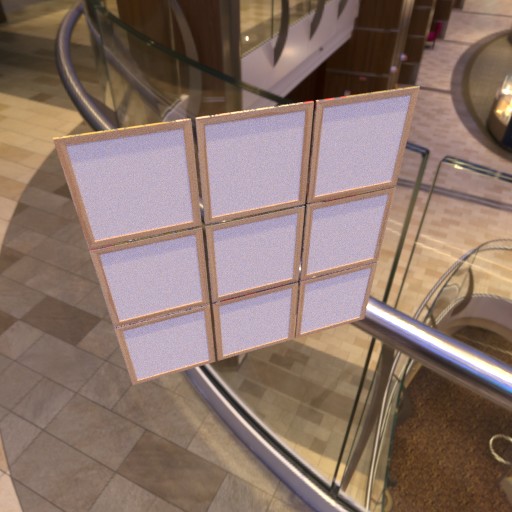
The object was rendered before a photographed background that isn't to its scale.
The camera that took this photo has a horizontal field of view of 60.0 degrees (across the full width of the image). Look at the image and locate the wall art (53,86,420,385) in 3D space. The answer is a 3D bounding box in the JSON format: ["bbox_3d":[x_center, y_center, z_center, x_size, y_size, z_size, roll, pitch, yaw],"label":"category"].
[{"bbox_3d":[0.000,0.000,2.257,1.519,1.534,0.013,-13,43,-15],"label":"wall art"}]
